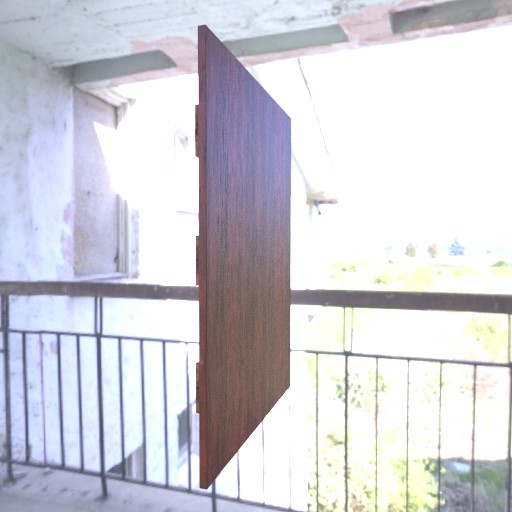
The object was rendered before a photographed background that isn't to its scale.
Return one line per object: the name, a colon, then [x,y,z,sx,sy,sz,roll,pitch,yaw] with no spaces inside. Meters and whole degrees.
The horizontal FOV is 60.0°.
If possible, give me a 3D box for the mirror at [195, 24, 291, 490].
mirror: [0.000,0.000,1.053,0.021,0.805,0.600,1,2,19]
